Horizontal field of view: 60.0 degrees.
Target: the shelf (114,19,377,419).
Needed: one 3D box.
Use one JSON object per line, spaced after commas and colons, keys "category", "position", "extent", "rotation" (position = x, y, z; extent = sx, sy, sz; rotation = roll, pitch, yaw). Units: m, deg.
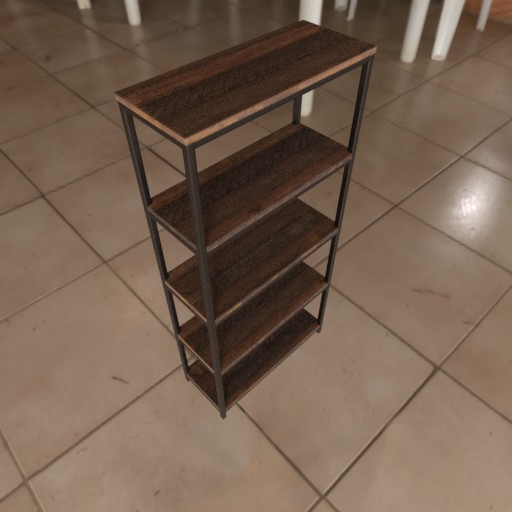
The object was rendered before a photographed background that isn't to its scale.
{"category": "shelf", "position": [0.000, 0.000, 2.170], "extent": [0.874, 1.860, 0.359], "rotation": [-35, 56, -28]}
